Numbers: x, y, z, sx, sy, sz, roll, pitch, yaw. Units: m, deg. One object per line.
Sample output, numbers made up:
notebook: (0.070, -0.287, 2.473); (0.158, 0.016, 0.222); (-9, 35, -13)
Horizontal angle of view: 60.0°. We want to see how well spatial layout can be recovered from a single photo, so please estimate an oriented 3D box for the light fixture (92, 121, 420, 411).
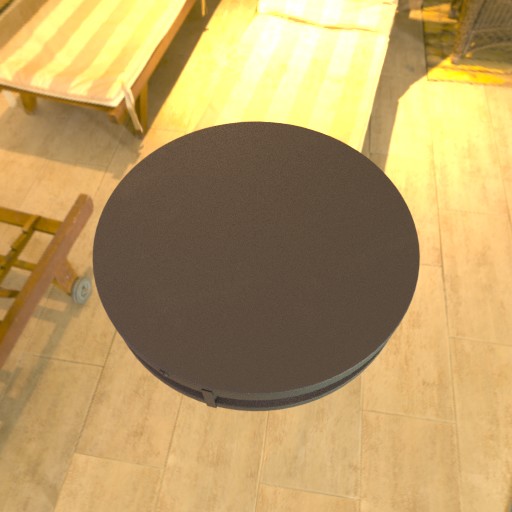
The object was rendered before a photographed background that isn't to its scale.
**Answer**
light fixture: (0.000, 0.000, 0.530); (0.356, 0.102, 0.356); (0, 58, 0)
